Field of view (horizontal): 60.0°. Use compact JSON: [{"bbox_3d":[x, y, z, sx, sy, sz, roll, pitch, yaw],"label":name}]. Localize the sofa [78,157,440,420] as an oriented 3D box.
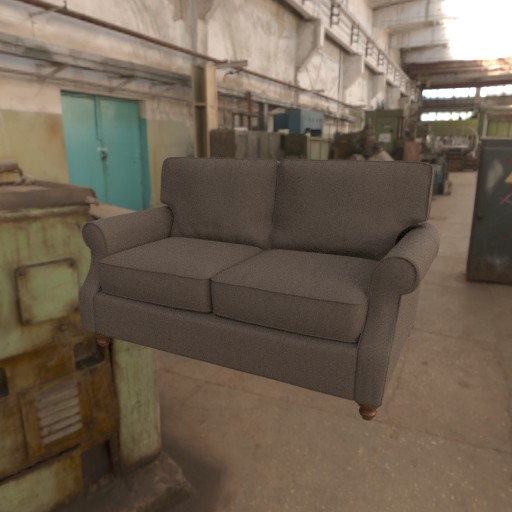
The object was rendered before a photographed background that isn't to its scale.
[{"bbox_3d":[0.000,0.000,2.219,1.665,0.937,0.964,7,16,26],"label":"sofa"}]
